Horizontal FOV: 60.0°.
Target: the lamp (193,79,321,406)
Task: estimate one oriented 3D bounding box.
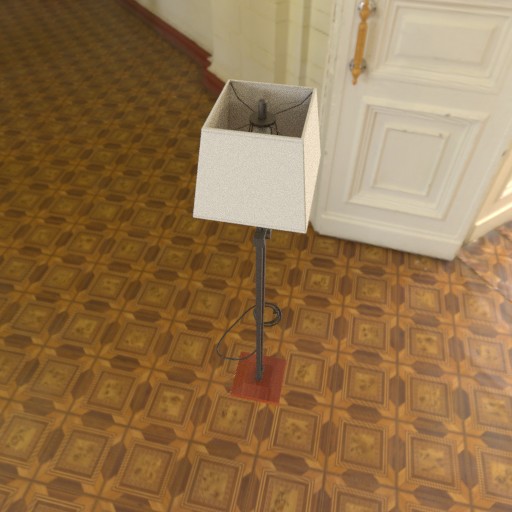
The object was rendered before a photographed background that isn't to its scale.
[{"bbox_3d":[0.000,0.000,2.039,0.472,1.712,0.745,9,48,8],"label":"lamp"}]
